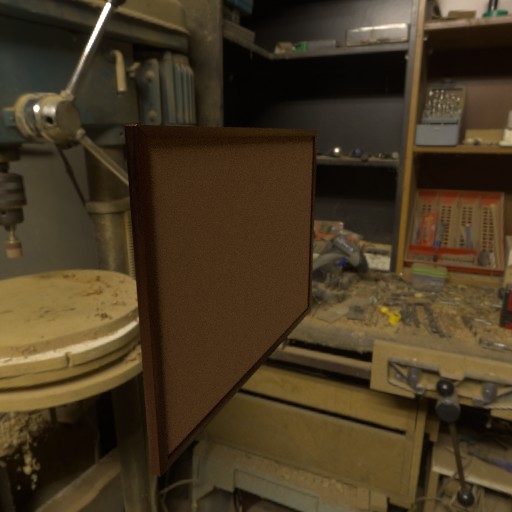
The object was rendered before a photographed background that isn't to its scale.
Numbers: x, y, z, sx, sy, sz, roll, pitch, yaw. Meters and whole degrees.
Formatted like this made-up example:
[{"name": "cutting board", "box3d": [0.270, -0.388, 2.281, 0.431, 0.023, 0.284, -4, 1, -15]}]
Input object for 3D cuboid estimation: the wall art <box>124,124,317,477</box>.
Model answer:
[{"name": "wall art", "box3d": [0.000, 0.000, 0.549, 0.012, 0.304, 0.431, 7, 17, 24]}]
